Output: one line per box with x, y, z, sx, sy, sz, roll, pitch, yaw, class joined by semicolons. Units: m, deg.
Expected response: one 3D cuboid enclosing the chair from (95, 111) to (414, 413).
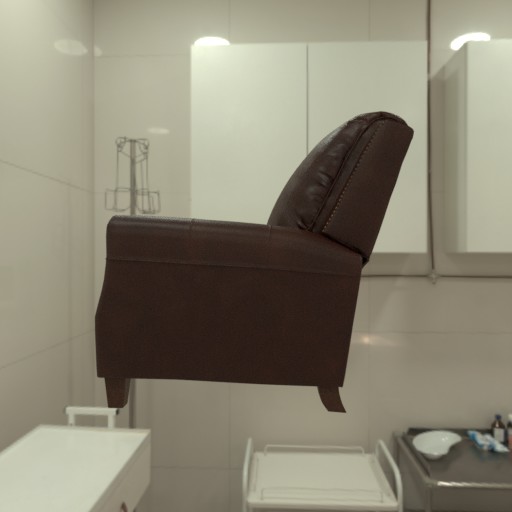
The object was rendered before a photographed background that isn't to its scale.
0.000;0.000;1.809;1.089;1.022;0.826;0;0;2;chair
